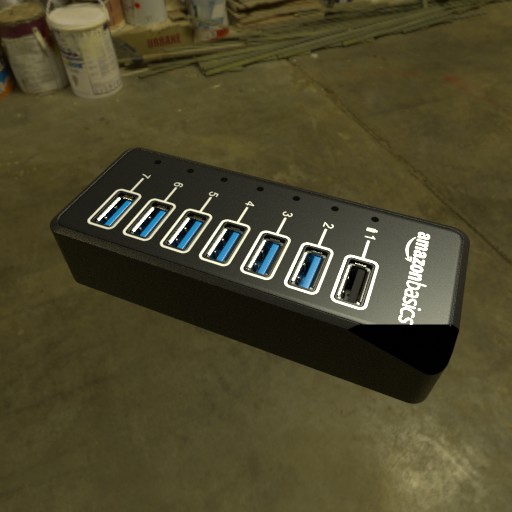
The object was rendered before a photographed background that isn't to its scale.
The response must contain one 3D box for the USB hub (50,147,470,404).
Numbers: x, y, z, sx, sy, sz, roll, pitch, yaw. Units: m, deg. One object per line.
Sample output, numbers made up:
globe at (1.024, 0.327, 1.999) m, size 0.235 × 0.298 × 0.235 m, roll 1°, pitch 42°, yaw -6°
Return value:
USB hub at (0.000, 0.000, 0.130) m, size 0.110 × 0.023 × 0.044 m, roll 17°, pitch 50°, yaw 15°
